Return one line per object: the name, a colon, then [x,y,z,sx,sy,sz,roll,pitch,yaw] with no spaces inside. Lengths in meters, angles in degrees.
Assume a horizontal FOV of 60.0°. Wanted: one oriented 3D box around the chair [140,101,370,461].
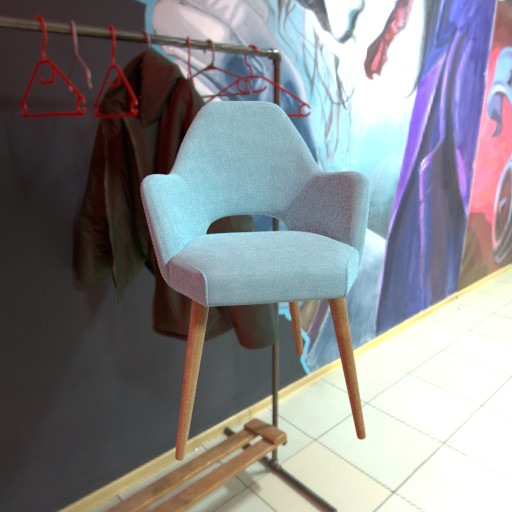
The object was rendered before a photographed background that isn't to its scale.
chair: [0.000,0.000,1.236,0.590,0.840,0.610,-3,17,-9]
